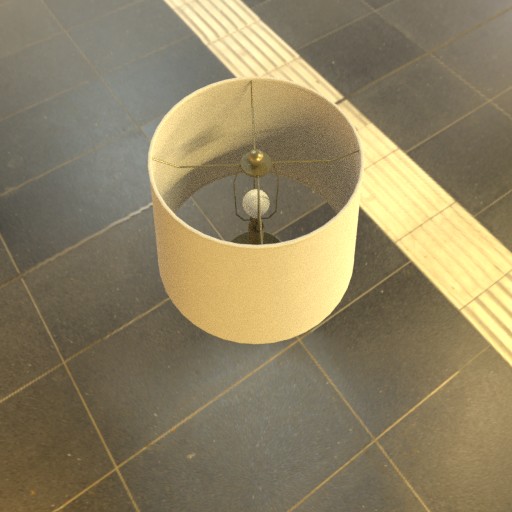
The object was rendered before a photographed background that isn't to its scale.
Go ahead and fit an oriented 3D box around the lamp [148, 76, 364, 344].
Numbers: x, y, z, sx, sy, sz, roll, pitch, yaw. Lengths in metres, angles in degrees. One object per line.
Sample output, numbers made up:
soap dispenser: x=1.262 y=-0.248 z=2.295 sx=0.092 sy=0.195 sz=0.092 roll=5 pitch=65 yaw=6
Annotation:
lamp: x=0.000 y=0.000 z=0.564 sx=0.239 sy=0.399 sz=0.239 roll=0 pitch=63 yaw=0
